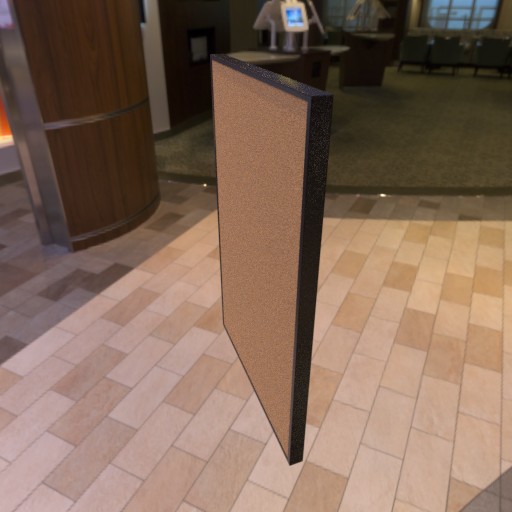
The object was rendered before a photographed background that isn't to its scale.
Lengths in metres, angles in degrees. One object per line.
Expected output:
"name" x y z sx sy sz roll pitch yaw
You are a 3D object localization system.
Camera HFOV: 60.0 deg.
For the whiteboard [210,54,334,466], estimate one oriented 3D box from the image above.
"whiteboard" 0.000 0.000 0.778 0.026 0.611 0.406 -10 32 -17
